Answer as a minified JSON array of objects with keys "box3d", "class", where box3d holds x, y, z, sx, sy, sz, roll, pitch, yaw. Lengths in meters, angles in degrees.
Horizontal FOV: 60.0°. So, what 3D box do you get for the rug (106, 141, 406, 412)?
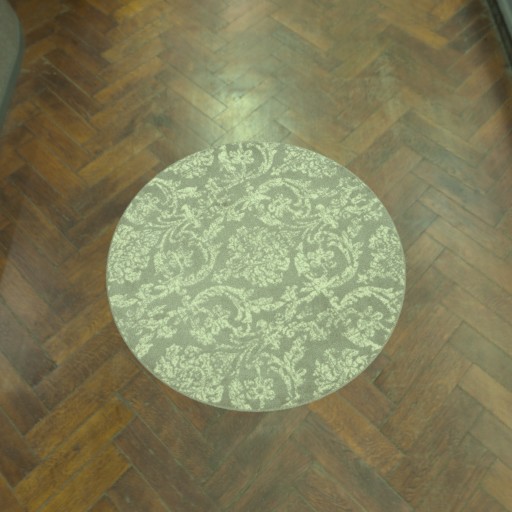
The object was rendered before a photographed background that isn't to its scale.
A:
[{"box3d":[0.000,0.000,2.380,1.593,0.012,1.593,0,63,0],"class":"rug"}]
